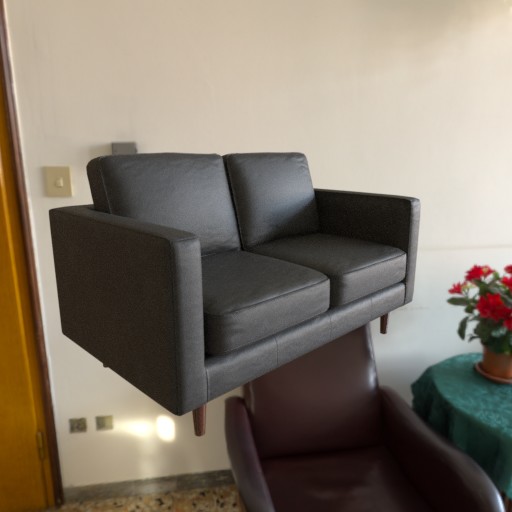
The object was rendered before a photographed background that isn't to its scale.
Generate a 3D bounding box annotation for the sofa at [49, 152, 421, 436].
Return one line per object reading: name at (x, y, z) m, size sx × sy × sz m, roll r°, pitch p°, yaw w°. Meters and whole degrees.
sofa at (0.000, 0.000, 1.974) m, size 1.430 × 0.899 × 0.879 m, roll -13°, pitch 19°, yaw -43°
